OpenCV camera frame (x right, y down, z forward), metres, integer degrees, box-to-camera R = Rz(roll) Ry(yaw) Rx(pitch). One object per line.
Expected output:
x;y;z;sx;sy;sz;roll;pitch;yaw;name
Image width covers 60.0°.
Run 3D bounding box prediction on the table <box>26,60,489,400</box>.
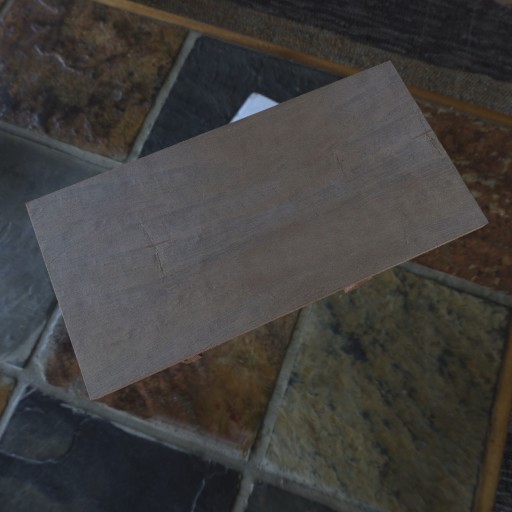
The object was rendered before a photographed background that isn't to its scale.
0.000;0.000;1.634;1.119;0.914;0.556;-23;76;-6;table
